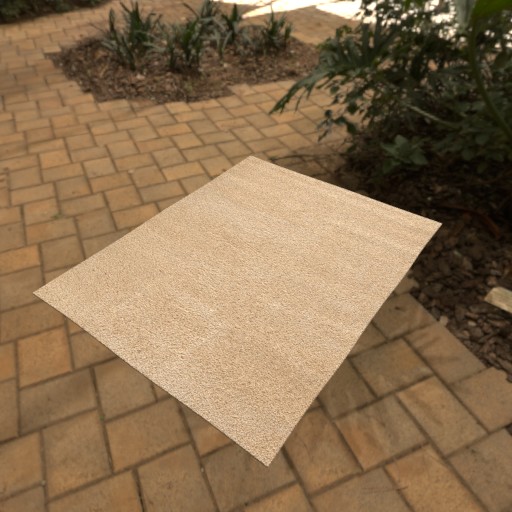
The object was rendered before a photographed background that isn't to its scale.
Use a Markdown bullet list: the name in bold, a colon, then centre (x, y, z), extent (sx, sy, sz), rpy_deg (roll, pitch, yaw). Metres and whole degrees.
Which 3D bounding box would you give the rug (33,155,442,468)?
- **rug**: centre (0.000, 0.000, 4.060), extent (2.400, 0.025, 3.000), rpy_deg (26, 47, 27)
